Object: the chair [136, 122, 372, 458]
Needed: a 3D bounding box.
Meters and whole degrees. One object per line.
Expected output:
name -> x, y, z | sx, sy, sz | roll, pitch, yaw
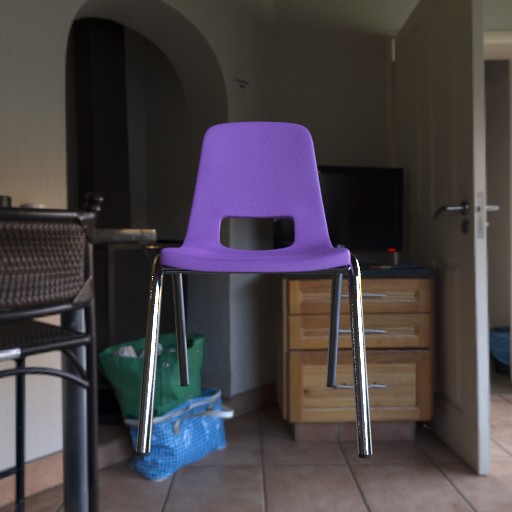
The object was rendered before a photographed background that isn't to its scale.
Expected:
chair -> 0.000, 0.000, 0.685 | 0.291, 0.493, 0.301 | 0, 1, 1
